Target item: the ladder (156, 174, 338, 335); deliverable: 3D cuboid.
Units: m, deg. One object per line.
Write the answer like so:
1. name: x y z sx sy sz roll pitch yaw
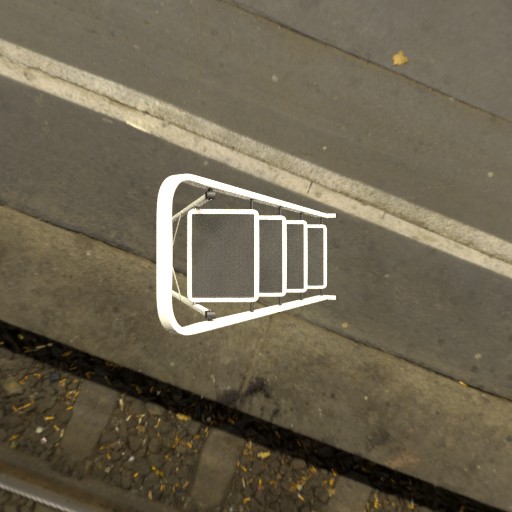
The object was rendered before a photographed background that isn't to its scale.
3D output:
1. ladder: 0.000 0.000 1.702 0.914 1.265 0.460 0 90 -2
